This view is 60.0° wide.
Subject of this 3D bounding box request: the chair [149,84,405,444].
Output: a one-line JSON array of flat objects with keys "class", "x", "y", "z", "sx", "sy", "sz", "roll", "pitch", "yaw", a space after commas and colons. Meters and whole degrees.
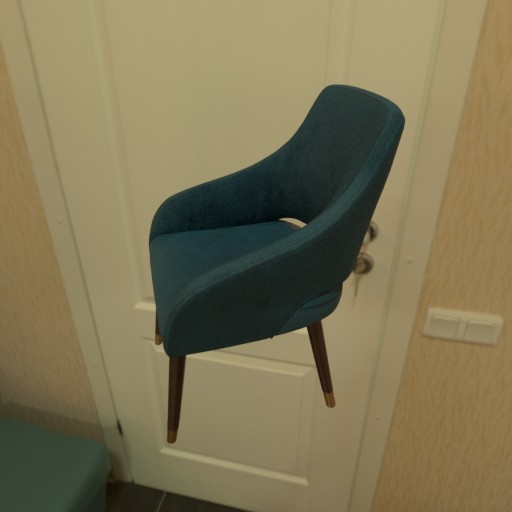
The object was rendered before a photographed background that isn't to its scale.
[{"class": "chair", "x": 0.000, "y": 0.000, "z": 1.587, "sx": 0.794, "sy": 1.081, "sz": 0.683, "roll": -8, "pitch": 32, "yaw": -13}]
